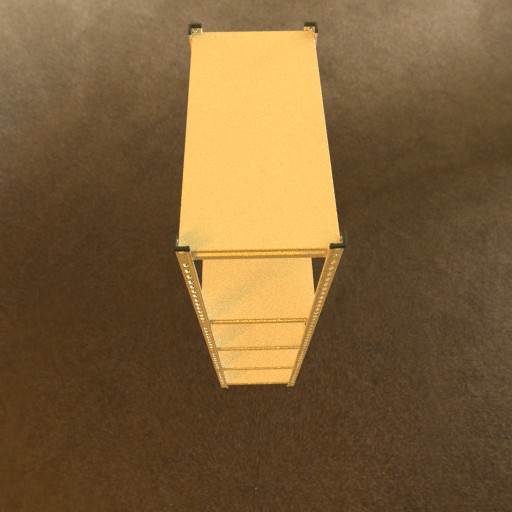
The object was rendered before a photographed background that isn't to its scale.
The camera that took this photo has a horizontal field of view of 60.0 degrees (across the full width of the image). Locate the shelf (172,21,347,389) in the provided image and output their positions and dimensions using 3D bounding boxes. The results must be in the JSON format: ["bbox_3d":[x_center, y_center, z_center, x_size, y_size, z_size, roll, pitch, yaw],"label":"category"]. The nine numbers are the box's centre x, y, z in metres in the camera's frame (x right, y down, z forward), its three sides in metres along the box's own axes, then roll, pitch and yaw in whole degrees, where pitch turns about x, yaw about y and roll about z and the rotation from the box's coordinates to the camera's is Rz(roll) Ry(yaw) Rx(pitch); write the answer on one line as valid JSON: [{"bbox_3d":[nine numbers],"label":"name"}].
[{"bbox_3d":[0.000,0.000,2.170,0.457,1.829,0.914,-1,62,-1],"label":"shelf"}]
